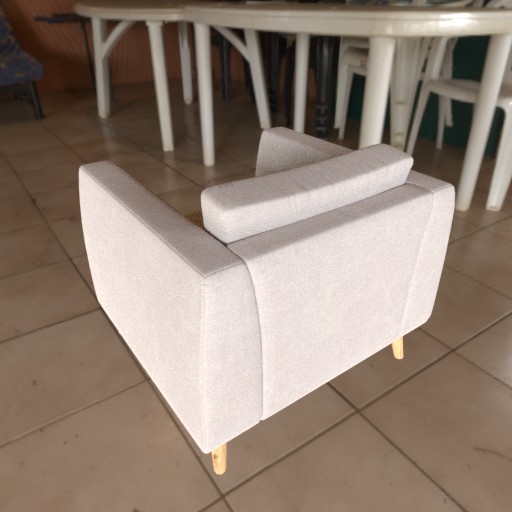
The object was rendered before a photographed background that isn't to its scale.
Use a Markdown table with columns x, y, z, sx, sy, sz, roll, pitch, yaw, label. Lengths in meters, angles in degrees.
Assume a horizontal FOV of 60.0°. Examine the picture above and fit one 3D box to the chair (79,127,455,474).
| x | y | z | sx | sy | sz | roll | pitch | yaw | label |
| --- | --- | --- | --- | --- | --- | --- | --- | --- | --- |
| 0.000 | 0.000 | 1.656 | 1.000 | 0.860 | 0.930 | -20 | 36 | -30 | chair |
